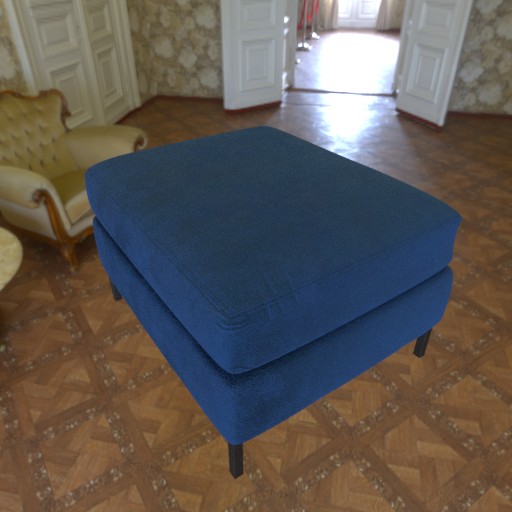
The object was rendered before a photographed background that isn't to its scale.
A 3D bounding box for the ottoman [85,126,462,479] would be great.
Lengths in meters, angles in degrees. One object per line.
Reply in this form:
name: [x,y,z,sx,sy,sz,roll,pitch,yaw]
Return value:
ottoman: [0.000,0.000,1.190,0.655,0.485,0.794,-21,39,-28]
